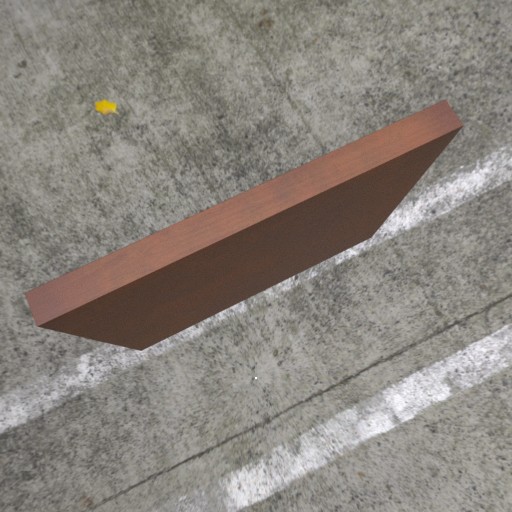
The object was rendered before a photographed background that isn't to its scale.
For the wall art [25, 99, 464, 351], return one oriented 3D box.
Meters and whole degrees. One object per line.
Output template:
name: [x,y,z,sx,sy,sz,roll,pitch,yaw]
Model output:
wall art: [0.000,0.000,0.534,0.401,0.328,0.030,-26,76,-7]
